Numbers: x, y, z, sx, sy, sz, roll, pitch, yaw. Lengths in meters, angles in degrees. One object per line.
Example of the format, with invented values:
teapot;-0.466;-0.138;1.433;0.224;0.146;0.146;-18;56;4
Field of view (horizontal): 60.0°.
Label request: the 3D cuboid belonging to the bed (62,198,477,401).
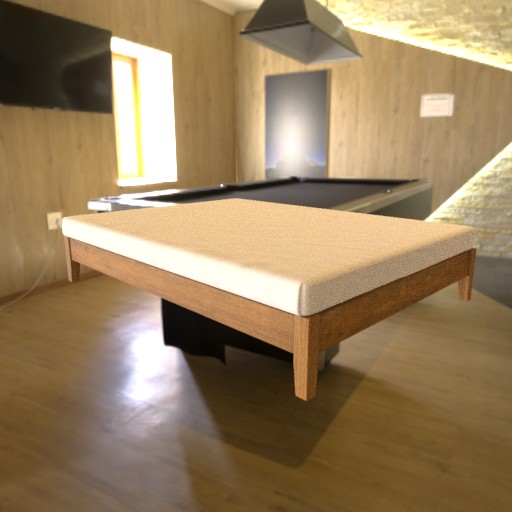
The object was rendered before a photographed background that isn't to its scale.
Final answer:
bed;0.000;0.000;2.705;1.536;0.431;2.016;-13;19;-43
